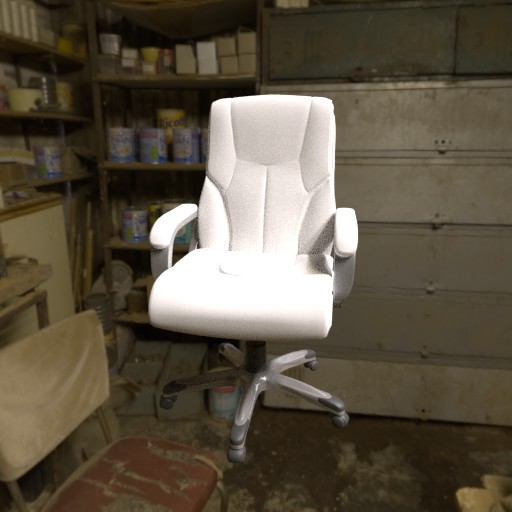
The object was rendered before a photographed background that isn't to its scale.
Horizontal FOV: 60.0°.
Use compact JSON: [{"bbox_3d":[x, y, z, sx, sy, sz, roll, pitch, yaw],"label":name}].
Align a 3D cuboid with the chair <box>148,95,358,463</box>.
[{"bbox_3d":[0.000,0.000,1.544,0.687,1.120,0.738,3,15,10],"label":"chair"}]
